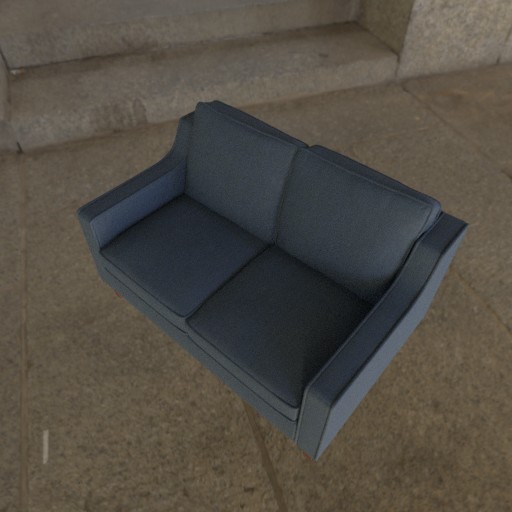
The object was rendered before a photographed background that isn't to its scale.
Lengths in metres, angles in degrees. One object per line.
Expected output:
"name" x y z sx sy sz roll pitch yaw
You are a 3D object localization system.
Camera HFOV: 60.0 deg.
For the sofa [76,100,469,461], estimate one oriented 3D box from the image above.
"sofa" 0.000 0.000 2.158 1.501 0.971 0.987 33 55 26
